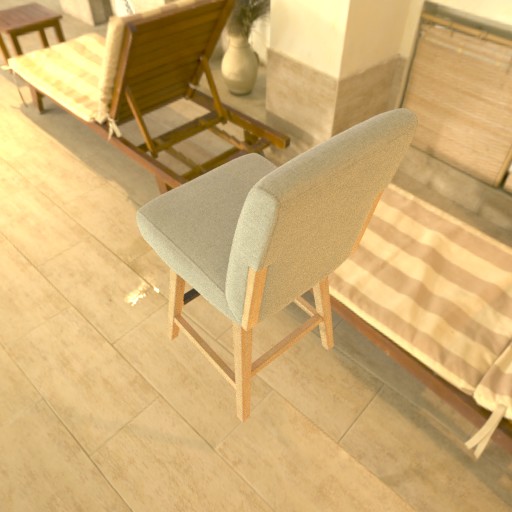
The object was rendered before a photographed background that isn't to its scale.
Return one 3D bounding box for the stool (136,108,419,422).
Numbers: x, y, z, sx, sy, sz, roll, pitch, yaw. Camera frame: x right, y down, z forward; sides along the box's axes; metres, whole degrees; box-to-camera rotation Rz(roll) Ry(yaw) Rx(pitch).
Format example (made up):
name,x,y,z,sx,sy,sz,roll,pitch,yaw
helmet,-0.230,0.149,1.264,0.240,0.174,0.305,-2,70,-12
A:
name,x,y,z,sx,sy,sz,roll,pitch,yaw
stool,0.000,0.000,1.414,0.507,1.085,0.606,-32,55,-27
